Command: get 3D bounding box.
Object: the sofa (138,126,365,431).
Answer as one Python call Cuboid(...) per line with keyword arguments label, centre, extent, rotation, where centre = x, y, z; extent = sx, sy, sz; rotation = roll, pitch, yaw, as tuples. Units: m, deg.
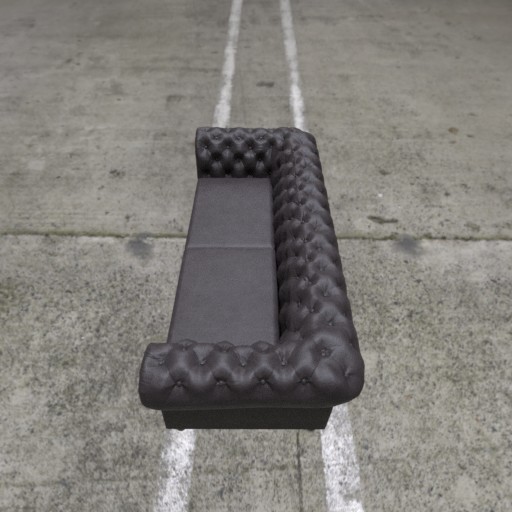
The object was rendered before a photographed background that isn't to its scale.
Cuboid(label="sofa", centre=(0.000, 0.000, 2.840), extent=(0.944, 0.783, 2.385), rotation=(0, 41, 0))
